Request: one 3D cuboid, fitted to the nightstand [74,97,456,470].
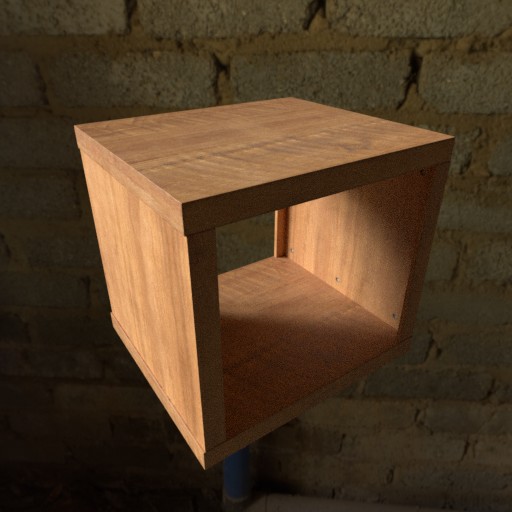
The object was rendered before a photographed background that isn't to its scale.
[{"bbox_3d":[0.000,0.000,0.875,0.493,0.491,0.436,-19,35,-29],"label":"nightstand"}]
